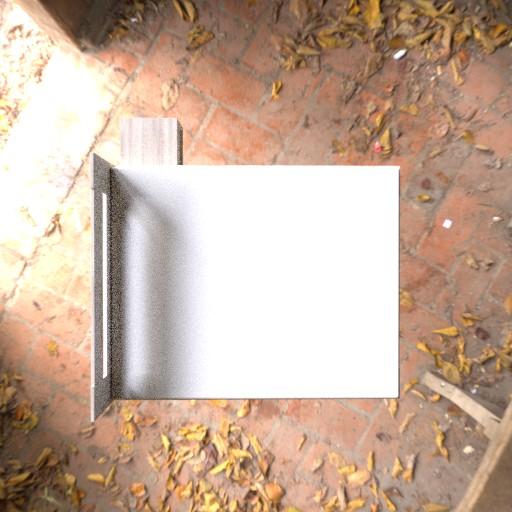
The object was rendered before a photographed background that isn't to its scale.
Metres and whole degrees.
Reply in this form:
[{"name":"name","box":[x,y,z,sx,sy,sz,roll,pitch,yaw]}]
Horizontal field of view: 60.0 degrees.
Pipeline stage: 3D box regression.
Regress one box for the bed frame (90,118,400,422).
[{"name":"bed frame","box":[0.000,0.000,3.170,2.050,0.860,2.040,0,90,-1]}]
